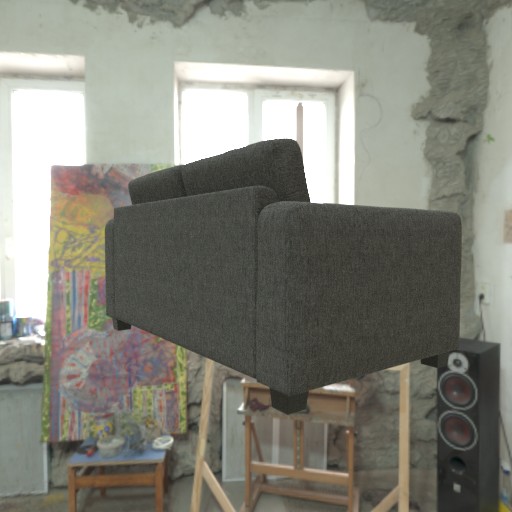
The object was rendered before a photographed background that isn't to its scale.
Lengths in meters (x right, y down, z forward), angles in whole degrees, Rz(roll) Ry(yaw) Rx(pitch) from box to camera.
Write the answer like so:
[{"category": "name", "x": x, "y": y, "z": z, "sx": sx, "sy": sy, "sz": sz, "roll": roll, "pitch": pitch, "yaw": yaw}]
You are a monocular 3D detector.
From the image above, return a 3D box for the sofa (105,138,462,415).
[{"category": "sofa", "x": 0.000, "y": 0.000, "z": 2.010, "sx": 0.900, "sy": 0.800, "sz": 1.520, "roll": -2, "pitch": 3, "yaw": -36}]
